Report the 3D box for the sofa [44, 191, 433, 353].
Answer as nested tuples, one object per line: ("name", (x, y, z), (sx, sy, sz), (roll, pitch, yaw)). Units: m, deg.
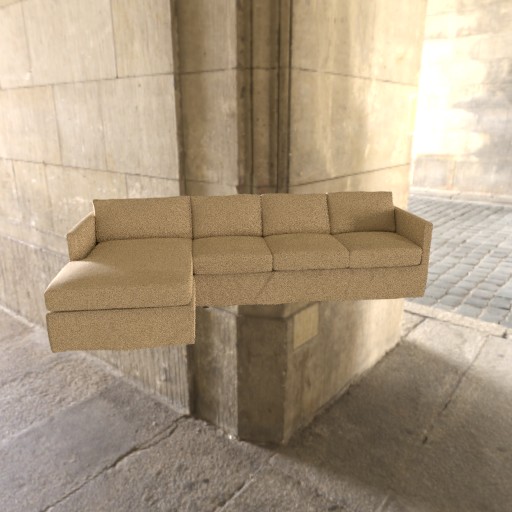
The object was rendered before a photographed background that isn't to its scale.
("sofa", (0.000, 0.000, 3.960), (3.205, 0.922, 1.650), (-2, 17, -7))
